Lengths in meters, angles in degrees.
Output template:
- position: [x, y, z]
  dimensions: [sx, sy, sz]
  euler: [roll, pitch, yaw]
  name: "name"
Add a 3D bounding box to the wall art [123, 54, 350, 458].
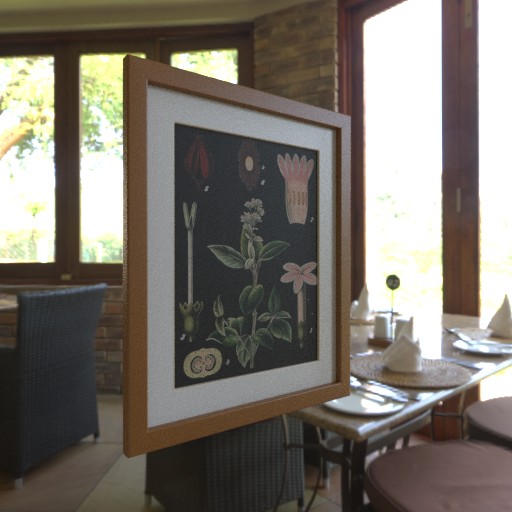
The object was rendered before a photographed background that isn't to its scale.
- position: [0.000, 0.000, 0.743]
  dimensions: [0.449, 0.550, 0.021]
  euler: [0, 0, -37]
  name: "wall art"
